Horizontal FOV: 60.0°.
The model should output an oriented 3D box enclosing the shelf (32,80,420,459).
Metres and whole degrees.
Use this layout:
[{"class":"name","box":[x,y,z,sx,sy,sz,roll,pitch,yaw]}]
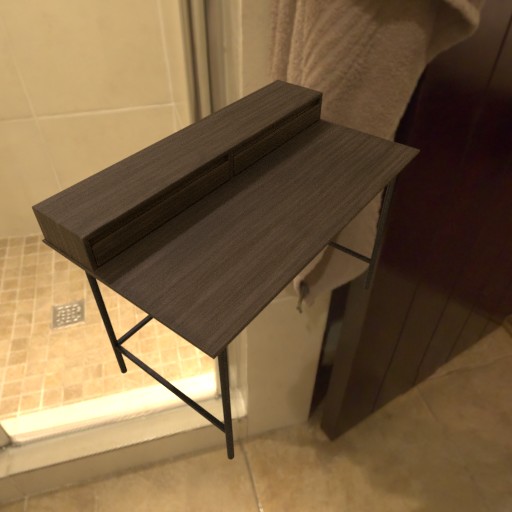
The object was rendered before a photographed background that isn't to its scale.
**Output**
[{"class":"shelf","box":[0.000,0.000,1.737,0.685,0.865,1.212,27,49,27]}]
